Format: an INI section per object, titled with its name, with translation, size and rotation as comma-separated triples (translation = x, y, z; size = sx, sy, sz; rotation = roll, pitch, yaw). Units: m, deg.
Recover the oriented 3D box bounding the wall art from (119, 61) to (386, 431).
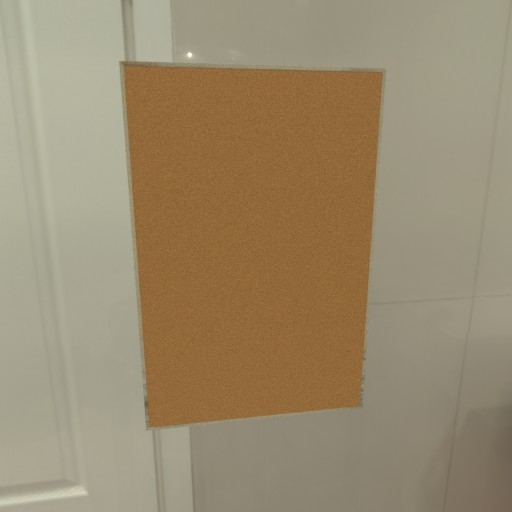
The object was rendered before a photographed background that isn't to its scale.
[wall art]
translation = 0.000, 0.000, 0.482
size = 0.254, 0.381, 0.038
rotation = -3, 15, -9
